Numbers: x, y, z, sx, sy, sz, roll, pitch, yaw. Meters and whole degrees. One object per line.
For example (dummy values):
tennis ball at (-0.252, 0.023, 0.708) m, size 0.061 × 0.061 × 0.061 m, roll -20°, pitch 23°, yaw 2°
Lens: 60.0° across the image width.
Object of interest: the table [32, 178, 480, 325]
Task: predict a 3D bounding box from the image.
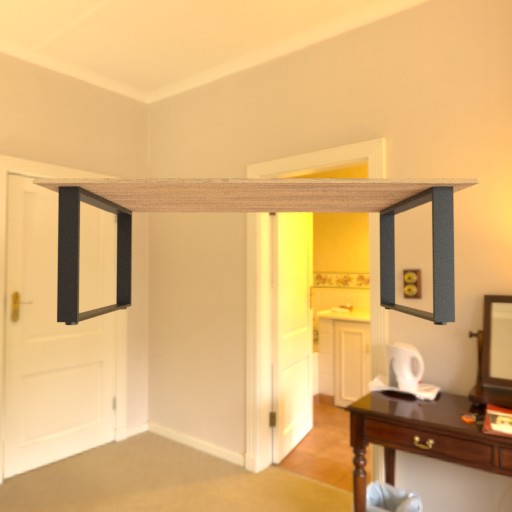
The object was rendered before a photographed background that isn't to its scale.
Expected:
table at (0.000, 0.000, 1.659) m, size 1.331 × 0.445 × 0.693 m, roll 0°, pitch -2°, yaw 0°
